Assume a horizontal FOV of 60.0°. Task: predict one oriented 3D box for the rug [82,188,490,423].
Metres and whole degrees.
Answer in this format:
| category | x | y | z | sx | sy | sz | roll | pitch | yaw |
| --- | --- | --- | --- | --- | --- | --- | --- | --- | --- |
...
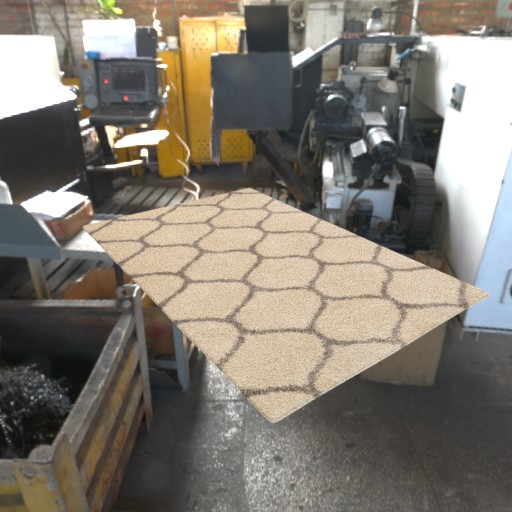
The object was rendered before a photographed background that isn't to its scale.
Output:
| category | x | y | z | sx | sy | sz | roll | pitch | yaw |
| --- | --- | --- | --- | --- | --- | --- | --- | --- | --- |
| rug | 0.000 | 0.000 | 3.369 | 1.801 | 0.026 | 2.701 | -18 | 32 | -32 |
